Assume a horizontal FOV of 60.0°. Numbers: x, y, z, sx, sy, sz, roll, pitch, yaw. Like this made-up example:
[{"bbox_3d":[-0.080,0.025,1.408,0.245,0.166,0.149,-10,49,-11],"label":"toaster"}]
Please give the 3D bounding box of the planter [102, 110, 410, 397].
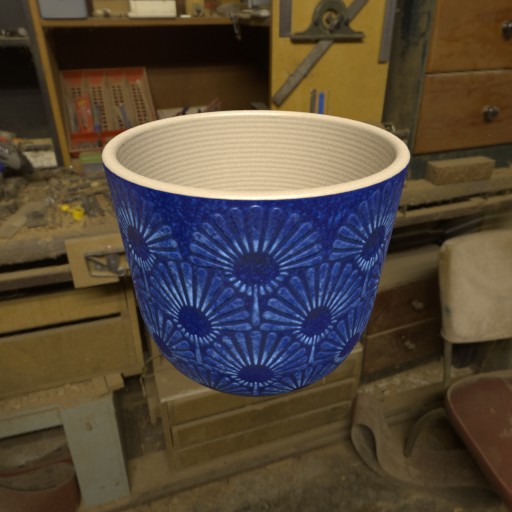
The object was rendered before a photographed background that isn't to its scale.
[{"bbox_3d":[0.000,0.000,0.291,0.170,0.153,0.170,0,30,0],"label":"planter"}]
